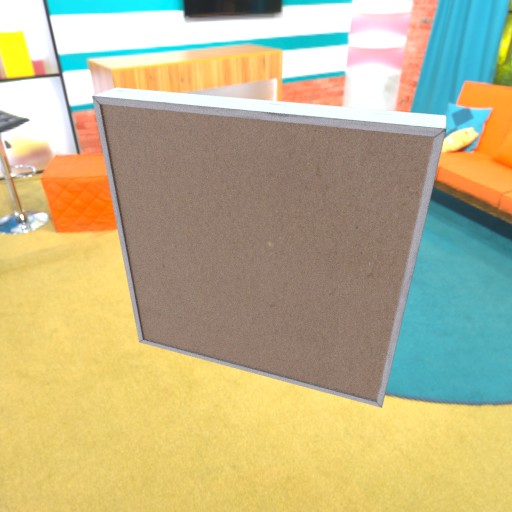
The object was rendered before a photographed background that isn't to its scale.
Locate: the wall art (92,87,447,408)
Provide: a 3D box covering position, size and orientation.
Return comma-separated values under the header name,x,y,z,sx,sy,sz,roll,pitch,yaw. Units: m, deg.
name,x,y,z,sx,sy,sz,roll,pitch,yaw
wall art,0.000,0.000,0.459,0.305,0.305,0.038,11,34,16
